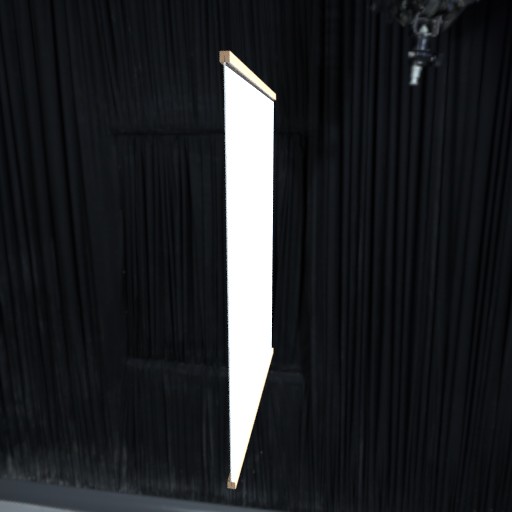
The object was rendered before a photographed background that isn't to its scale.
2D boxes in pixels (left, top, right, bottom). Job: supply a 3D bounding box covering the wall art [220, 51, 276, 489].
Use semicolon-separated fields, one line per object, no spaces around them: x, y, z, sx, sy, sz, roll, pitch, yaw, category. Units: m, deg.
0.000;0.000;0.813;0.012;0.608;0.459;2;14;9;wall art
